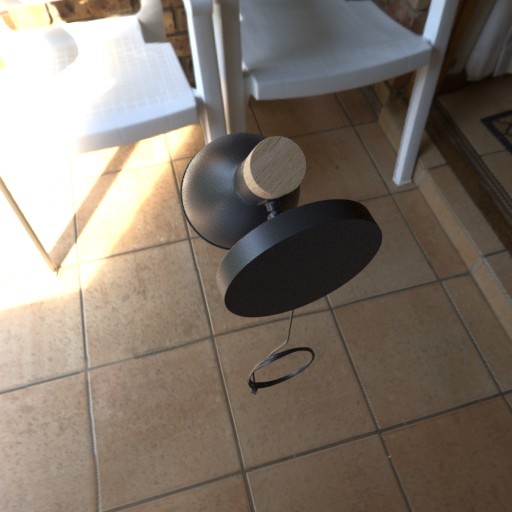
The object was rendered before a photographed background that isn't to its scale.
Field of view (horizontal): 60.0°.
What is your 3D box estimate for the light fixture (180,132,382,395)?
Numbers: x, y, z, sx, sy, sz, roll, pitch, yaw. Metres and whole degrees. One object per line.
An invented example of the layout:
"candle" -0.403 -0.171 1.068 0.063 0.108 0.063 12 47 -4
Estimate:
"light fixture" 0.000 0.000 0.490 0.127 0.401 0.203 -18 61 -11
